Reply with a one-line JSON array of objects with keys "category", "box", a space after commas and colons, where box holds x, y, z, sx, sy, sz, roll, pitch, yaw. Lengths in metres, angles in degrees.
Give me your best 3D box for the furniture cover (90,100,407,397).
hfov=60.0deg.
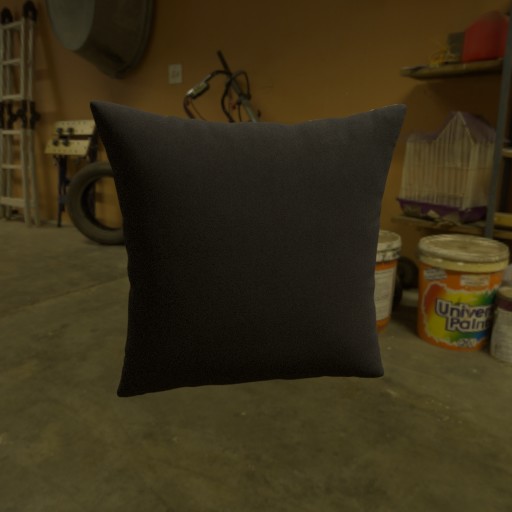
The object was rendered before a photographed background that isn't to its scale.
[{"category": "furniture cover", "box": [0.000, 0.000, 0.773, 0.511, 0.509, 0.161, -2, 15, -8]}]
